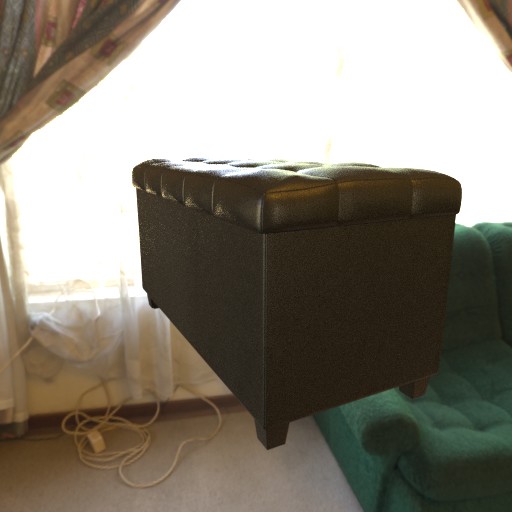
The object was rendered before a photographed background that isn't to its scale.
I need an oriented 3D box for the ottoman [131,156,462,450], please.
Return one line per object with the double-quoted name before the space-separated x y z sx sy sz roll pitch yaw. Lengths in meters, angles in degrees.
"ottoman" 0.000 0.000 1.107 0.432 0.470 0.838 -7 16 -27
